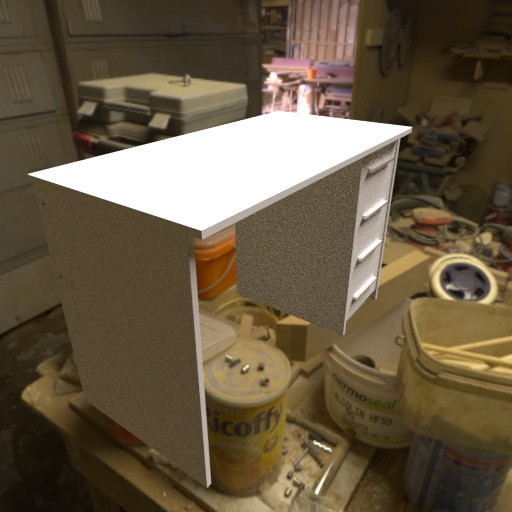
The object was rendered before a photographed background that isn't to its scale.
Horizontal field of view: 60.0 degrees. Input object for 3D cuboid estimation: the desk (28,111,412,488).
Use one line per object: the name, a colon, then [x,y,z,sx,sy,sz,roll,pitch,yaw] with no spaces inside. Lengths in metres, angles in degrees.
desk: [0.000,0.000,1.477,0.560,0.730,1.096,19,33,31]
